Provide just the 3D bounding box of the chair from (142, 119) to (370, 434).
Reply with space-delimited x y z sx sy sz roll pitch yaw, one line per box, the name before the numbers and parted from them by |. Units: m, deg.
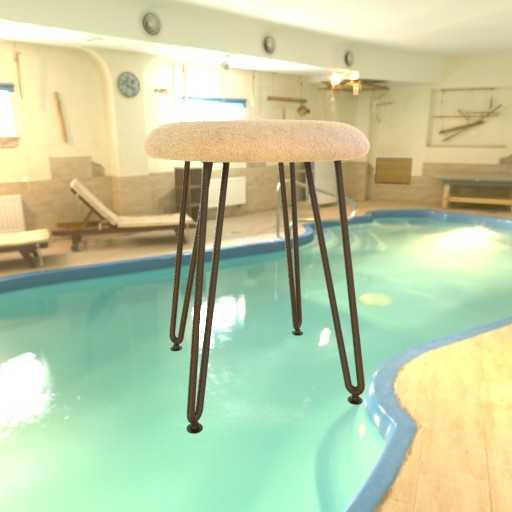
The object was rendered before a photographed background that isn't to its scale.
chair | 0.000 0.000 0.661 0.350 0.386 0.350 8 18 28
